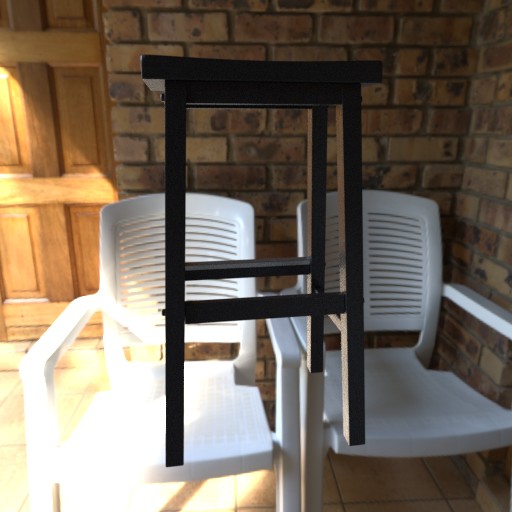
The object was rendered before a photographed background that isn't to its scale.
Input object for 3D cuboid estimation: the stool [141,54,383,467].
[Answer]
[{"bbox_3d":[0.000,0.000,0.936,0.406,0.742,0.322,-3,16,-9],"label":"stool"}]
